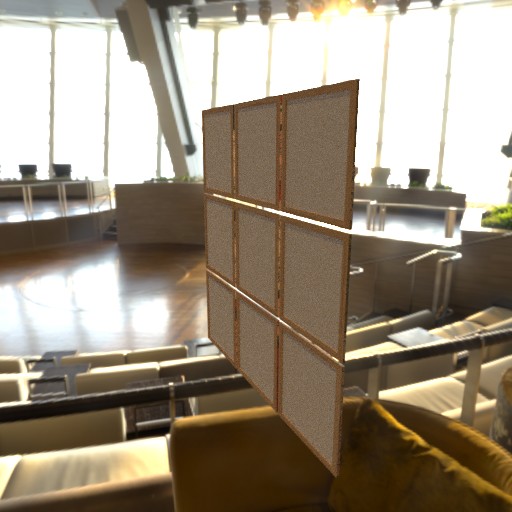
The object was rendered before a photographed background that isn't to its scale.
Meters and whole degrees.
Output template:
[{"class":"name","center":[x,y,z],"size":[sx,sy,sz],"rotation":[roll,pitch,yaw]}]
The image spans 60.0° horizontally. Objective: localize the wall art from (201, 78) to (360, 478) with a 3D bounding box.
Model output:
[{"class":"wall art","center":[0.000,0.000,2.292],"size":[0.013,1.534,1.519],"rotation":[-7,16,-25]}]
